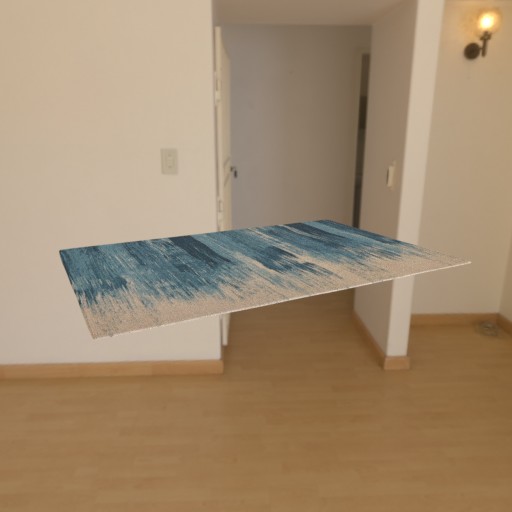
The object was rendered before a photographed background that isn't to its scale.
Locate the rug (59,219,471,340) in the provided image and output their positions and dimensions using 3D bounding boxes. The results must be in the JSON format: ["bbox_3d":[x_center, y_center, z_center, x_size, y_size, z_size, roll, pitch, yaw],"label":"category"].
[{"bbox_3d":[0.000,0.000,2.348,1.836,0.009,1.232,-8,18,-27],"label":"rug"}]
